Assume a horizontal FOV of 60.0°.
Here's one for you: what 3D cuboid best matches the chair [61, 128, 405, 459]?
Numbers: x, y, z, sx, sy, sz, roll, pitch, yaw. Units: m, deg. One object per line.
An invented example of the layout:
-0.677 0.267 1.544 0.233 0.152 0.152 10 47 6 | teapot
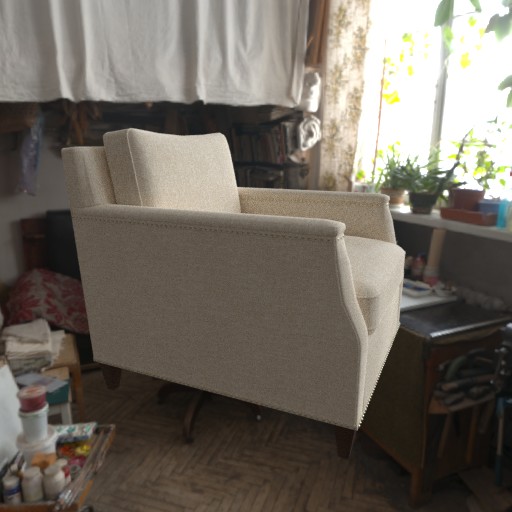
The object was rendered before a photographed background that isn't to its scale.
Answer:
0.000 0.000 1.713 1.041 0.940 0.838 6 15 24 | chair
